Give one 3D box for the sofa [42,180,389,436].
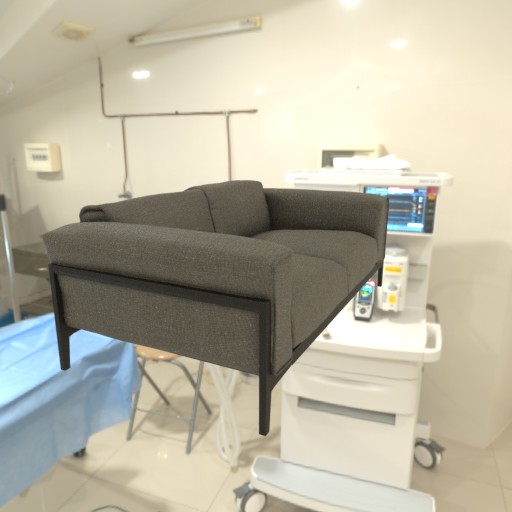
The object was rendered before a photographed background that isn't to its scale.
[{"bbox_3d":[0.000,0.000,2.196,0.960,0.656,1.690,7,16,26],"label":"sofa"}]
